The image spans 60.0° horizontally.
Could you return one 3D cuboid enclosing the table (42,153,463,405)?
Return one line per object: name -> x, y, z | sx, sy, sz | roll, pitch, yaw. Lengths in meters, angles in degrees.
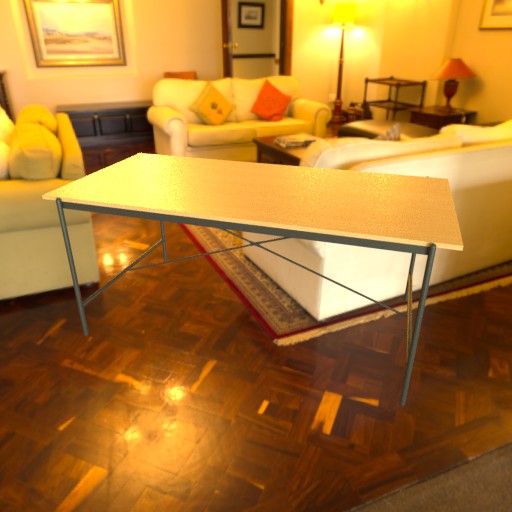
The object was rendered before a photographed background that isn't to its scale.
table -> 0.000, 0.000, 2.330 | 1.800, 0.758, 0.900 | 8, 28, 16
